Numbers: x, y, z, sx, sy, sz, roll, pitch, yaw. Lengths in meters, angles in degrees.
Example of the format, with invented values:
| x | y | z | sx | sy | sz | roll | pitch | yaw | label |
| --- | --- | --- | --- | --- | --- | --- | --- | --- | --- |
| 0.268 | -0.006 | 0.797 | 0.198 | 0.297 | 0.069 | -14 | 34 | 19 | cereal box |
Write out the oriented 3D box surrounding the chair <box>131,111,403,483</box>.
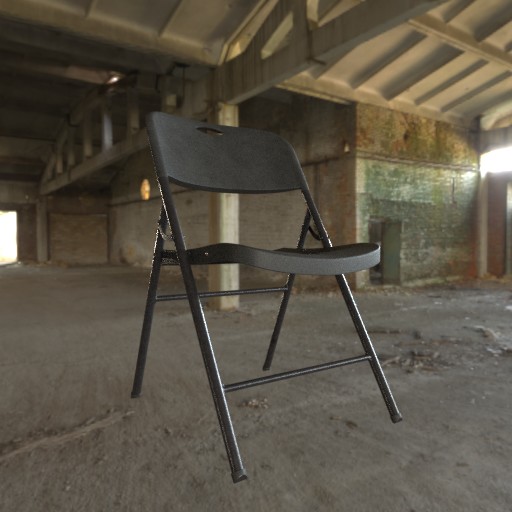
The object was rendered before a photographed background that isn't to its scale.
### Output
| x | y | z | sx | sy | sz | roll | pitch | yaw | label |
| --- | --- | --- | --- | --- | --- | --- | --- | --- | --- |
| 0.000 | 0.000 | 1.163 | 0.494 | 0.810 | 0.567 | -1 | 2 | -35 | chair |
